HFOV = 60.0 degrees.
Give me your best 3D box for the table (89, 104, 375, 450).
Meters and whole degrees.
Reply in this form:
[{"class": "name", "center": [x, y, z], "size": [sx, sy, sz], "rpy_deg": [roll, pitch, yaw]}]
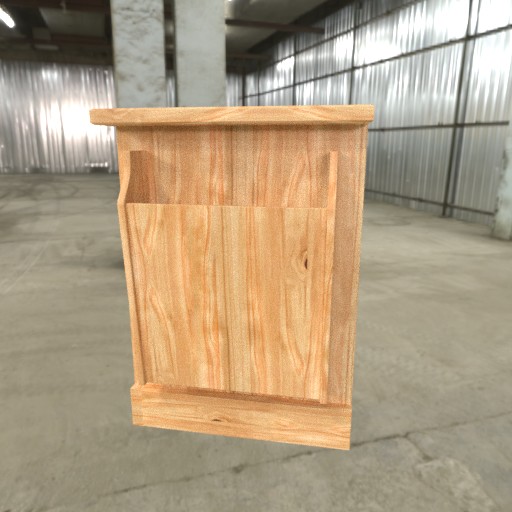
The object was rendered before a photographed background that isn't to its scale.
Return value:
[{"class": "table", "center": [0.000, 0.000, 0.860], "size": [0.380, 0.515, 0.530], "rpy_deg": [3, 14, 10]}]
